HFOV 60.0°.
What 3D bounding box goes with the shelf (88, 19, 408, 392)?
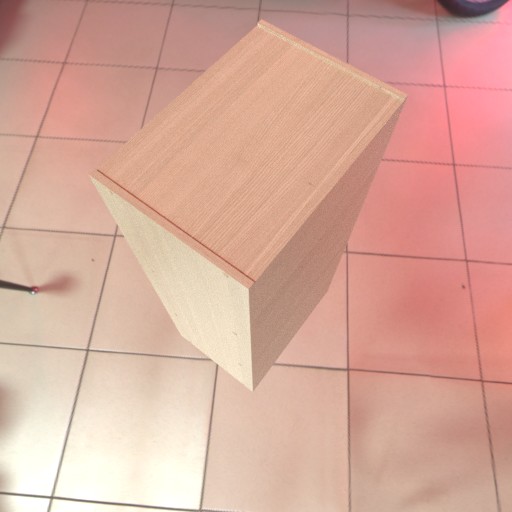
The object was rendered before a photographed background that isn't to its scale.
[{"bbox_3d":[0.000,0.000,1.067,0.292,0.876,0.417,35,69,15],"label":"shelf"}]
